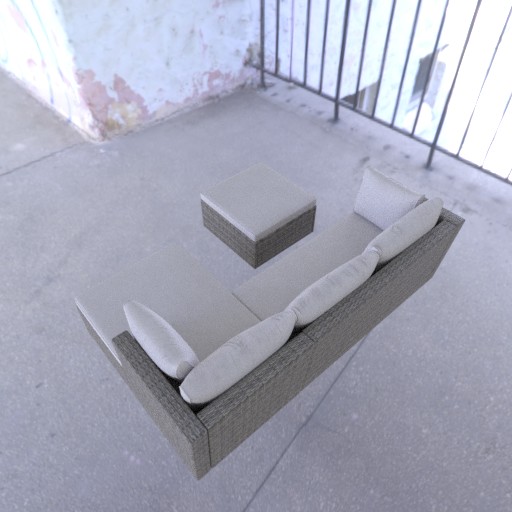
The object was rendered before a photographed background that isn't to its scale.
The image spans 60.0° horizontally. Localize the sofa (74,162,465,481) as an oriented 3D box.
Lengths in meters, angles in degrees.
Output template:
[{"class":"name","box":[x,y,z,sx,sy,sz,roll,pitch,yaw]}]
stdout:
[{"class":"sofa","box":[0.000,0.000,2.994,2.192,0.766,1.662,-32,54,-27]}]
